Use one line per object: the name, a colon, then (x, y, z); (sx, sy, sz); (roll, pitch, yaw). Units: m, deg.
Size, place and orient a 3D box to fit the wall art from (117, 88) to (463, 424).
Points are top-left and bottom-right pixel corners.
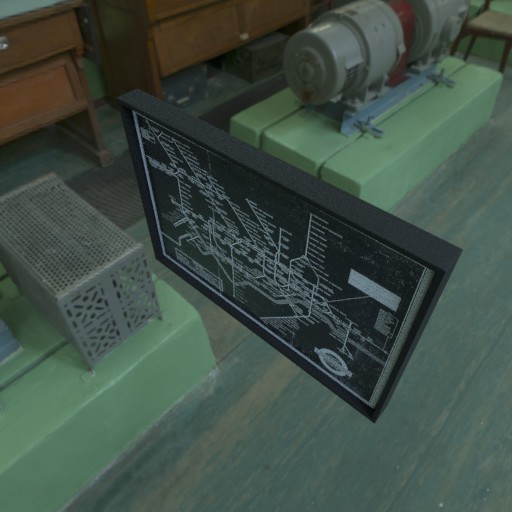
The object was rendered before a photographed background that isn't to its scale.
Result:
wall art: (0.000, 0.000, 0.877); (0.671, 0.456, 0.051); (33, 55, 27)
